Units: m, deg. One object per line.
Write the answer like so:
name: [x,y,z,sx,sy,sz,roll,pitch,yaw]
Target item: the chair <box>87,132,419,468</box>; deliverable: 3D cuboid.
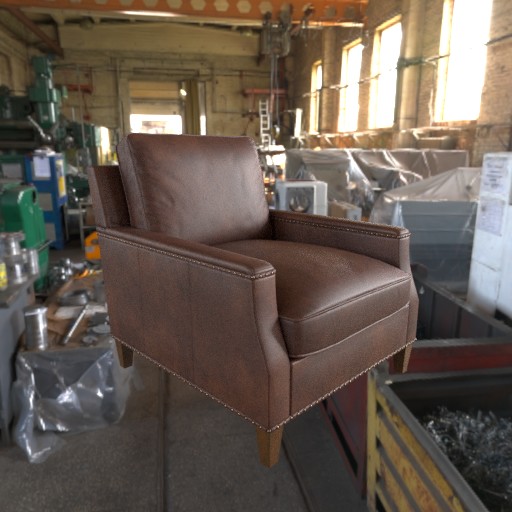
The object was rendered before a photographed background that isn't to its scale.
chair: [0.000,0.000,1.717,0.853,0.929,1.014,-13,19,-43]
